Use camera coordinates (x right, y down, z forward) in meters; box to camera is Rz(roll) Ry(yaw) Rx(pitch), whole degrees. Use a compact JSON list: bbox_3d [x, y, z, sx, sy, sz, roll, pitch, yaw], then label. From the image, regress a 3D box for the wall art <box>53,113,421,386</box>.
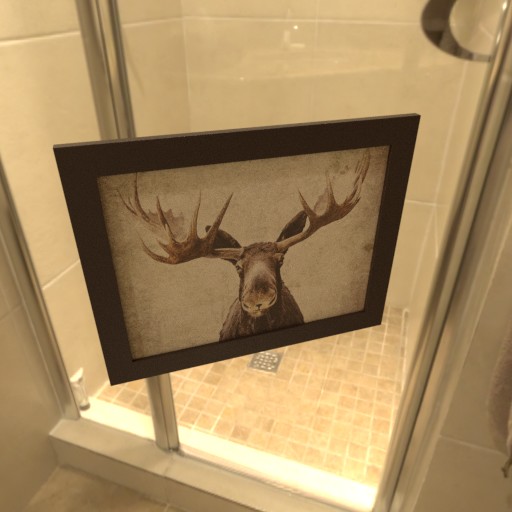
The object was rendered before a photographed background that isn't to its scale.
[{"bbox_3d":[0.000,0.000,1.660,1.207,0.952,0.034,-9,33,-15],"label":"wall art"}]
